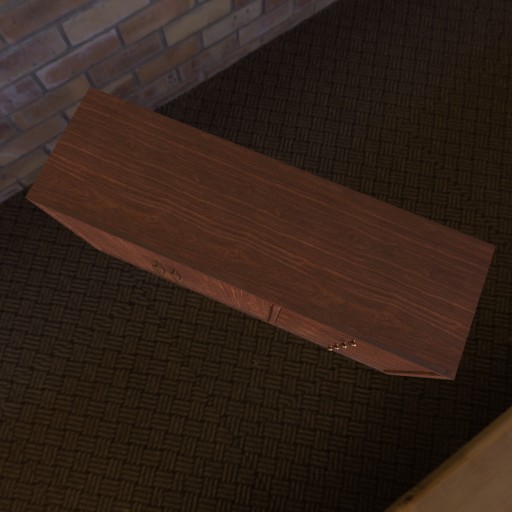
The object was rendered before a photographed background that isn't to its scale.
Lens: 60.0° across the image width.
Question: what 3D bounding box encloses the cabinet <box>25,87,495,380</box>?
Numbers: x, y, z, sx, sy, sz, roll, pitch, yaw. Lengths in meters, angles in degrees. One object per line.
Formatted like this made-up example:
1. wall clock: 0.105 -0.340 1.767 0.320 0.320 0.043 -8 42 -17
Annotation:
1. cabinet: 0.000 0.000 1.998 1.575 0.940 0.505 23 77 5
